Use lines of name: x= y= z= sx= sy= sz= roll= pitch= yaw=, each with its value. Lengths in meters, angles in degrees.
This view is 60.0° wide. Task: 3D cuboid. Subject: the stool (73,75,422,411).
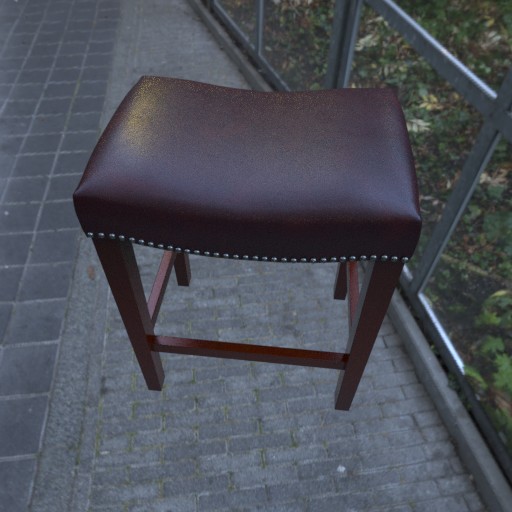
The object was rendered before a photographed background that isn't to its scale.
stool: x=0.000 y=0.000 z=0.954 sx=0.504 sy=0.657 sz=0.372 roll=5 pitch=49 yaw=4
